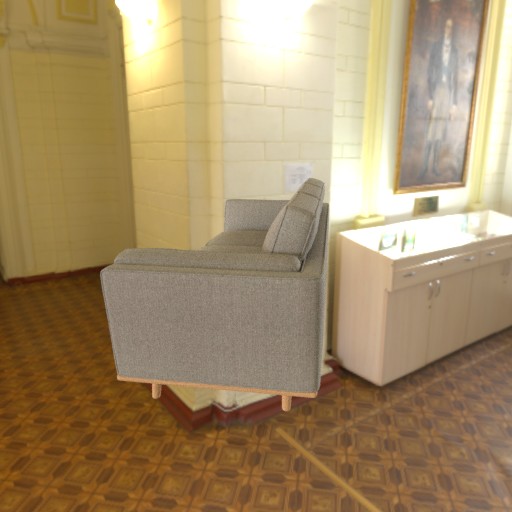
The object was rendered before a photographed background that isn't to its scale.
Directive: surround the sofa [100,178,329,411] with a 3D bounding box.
[{"bbox_3d":[0.000,0.000,2.850,0.903,0.899,2.362,2,14,9],"label":"sofa"}]
